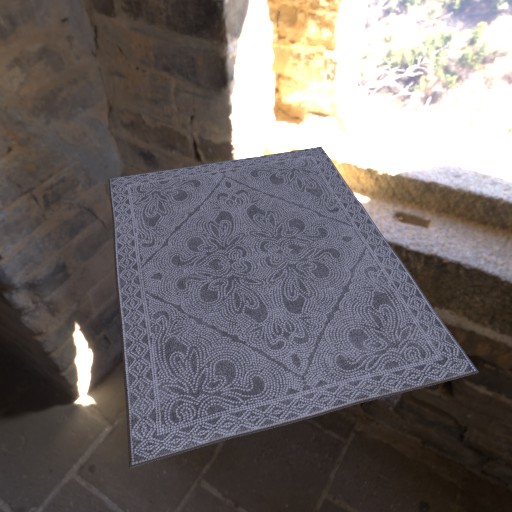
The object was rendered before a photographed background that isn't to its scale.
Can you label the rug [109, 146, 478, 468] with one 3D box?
[{"bbox_3d":[0.000,0.000,3.909,2.438,0.012,3.048,-11,47,-10],"label":"rug"}]
